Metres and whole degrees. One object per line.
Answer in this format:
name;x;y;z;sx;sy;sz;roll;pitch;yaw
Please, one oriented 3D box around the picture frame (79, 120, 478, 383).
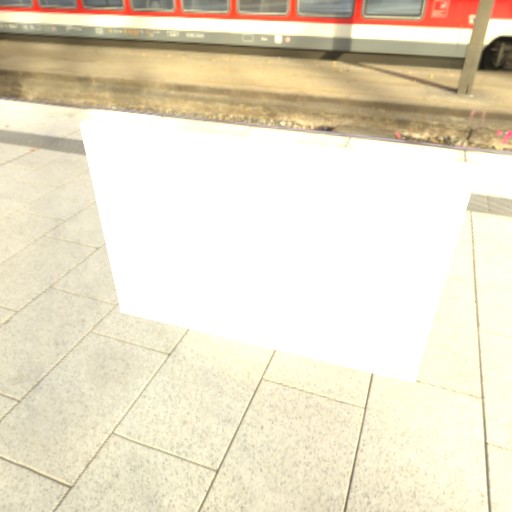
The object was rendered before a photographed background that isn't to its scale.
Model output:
picture frame;0.000;0.000;1.205;0.950;0.640;0.029;11;35;15
